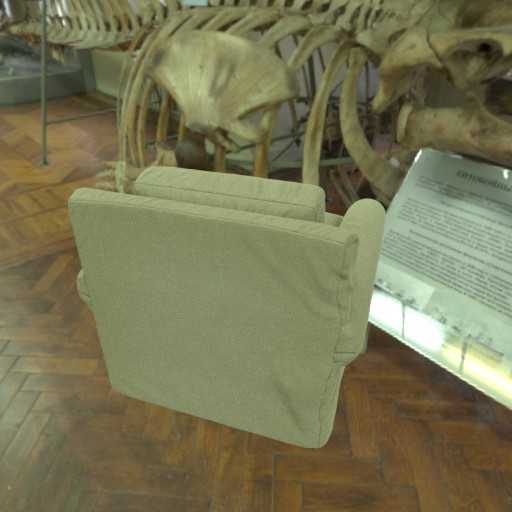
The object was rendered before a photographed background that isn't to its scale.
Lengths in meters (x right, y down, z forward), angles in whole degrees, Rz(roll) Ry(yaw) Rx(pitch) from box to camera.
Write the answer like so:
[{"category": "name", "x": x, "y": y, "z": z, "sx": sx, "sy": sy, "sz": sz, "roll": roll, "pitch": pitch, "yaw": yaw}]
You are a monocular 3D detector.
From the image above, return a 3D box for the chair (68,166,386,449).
[{"category": "chair", "x": 0.000, "y": 0.000, "z": 1.765, "sx": 0.940, "sy": 0.866, "sz": 1.066, "roll": 10, "pitch": 33, "yaw": 16}]
